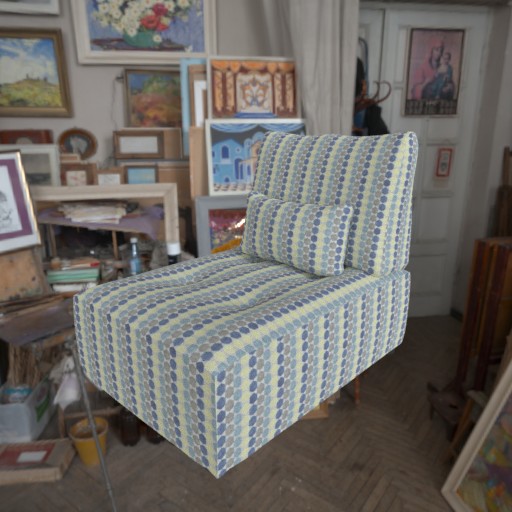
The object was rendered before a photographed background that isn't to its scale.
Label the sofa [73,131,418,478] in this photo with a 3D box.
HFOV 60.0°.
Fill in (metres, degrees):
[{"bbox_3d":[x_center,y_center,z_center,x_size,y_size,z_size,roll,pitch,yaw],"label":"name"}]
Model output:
[{"bbox_3d":[0.000,0.000,1.521,0.700,0.820,1.000,15,22,41],"label":"sofa"}]
